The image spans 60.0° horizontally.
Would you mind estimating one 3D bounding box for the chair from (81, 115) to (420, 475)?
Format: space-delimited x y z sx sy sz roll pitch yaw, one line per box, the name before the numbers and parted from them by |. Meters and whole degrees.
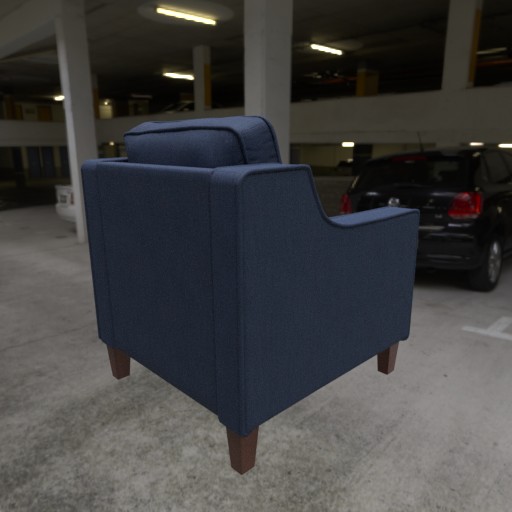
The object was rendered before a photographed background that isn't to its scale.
chair | 0.000 0.000 1.645 0.909 0.960 0.831 -14 20 -42
